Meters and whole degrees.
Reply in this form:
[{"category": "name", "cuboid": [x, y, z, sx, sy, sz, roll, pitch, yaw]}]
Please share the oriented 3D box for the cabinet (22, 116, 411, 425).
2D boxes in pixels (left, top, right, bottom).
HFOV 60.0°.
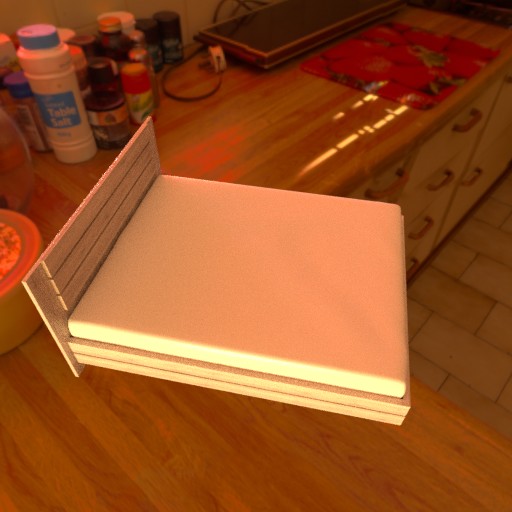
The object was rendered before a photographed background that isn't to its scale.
[{"category": "cabinet", "cuboid": [0.000, 0.000, 3.048, 2.080, 0.970, 1.750, 8, 46, 8]}]
